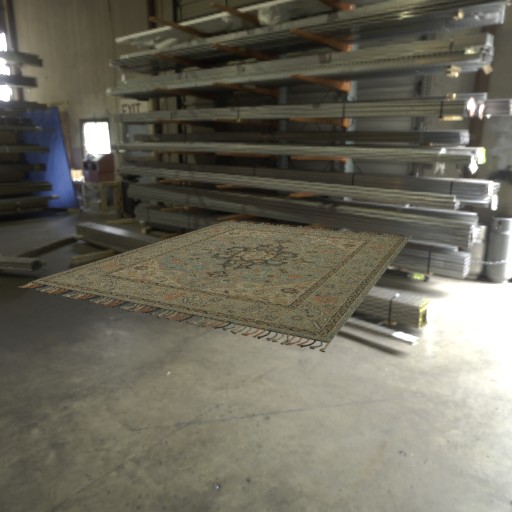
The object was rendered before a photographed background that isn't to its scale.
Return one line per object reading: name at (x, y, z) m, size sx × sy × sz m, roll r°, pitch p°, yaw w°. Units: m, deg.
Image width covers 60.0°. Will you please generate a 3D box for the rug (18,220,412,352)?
rug at (0.000, 0.000, 4.164) m, size 2.379 × 0.011 × 3.221 m, roll 7°, pitch 16°, yaw 26°
